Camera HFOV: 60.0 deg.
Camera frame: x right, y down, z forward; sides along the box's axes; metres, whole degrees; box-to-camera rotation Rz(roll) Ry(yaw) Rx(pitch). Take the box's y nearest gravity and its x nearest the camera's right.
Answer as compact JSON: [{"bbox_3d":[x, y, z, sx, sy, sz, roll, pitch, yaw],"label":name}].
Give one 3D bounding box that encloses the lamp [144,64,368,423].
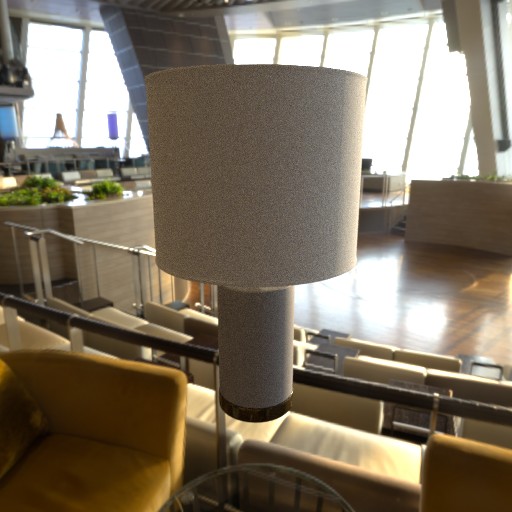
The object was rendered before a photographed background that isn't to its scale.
[{"bbox_3d":[0.000,0.000,0.516,0.229,0.380,0.229,0,15,0],"label":"lamp"}]
